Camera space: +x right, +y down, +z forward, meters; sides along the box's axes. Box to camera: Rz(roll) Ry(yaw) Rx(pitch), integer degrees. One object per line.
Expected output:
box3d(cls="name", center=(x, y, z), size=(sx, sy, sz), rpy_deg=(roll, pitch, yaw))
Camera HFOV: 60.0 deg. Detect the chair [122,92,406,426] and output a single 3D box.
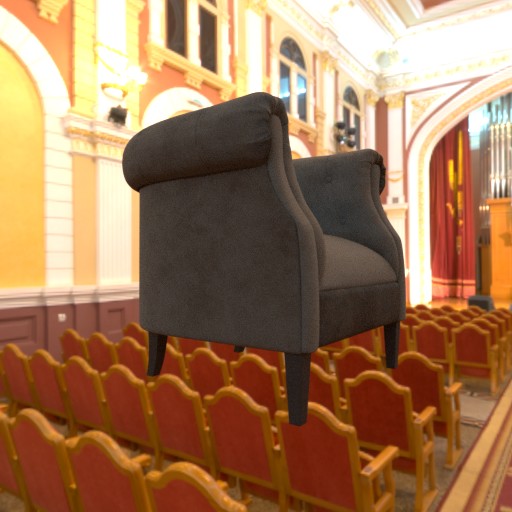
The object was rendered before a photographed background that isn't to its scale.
box3d(cls="chair", center=(0.000, 0.000, 1.582), size=(0.851, 0.826, 0.904), rpy_deg=(0, -1, 36))
